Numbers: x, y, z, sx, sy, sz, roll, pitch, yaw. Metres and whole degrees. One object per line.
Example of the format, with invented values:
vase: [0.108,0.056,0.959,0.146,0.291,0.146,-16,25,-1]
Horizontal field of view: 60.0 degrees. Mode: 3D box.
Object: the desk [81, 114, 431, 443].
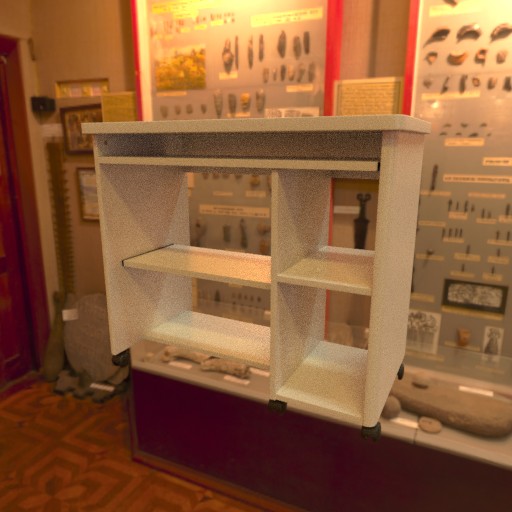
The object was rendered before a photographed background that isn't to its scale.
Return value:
desk: [0.000,0.000,1.330,0.877,0.763,0.475,7,16,26]
